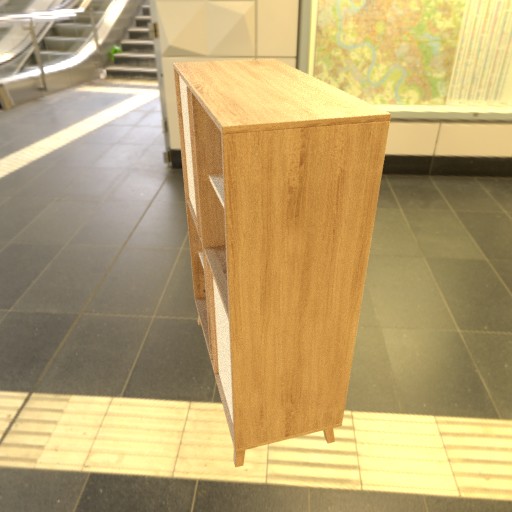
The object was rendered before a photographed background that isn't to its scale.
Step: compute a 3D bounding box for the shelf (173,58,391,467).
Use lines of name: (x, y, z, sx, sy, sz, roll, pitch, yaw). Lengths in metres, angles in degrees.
shelf: (0.000, 0.000, 1.873, 0.450, 1.390, 1.000, -8, 33, -13)
